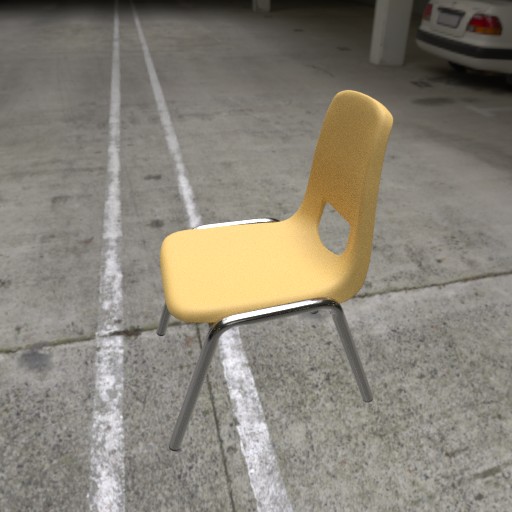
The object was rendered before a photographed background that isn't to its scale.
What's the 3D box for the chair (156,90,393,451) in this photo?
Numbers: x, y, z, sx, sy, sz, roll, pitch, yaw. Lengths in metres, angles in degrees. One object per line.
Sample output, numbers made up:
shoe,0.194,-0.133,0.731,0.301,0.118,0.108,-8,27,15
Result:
chair,0.000,0.000,0.864,0.423,0.586,0.354,-8,31,-13
